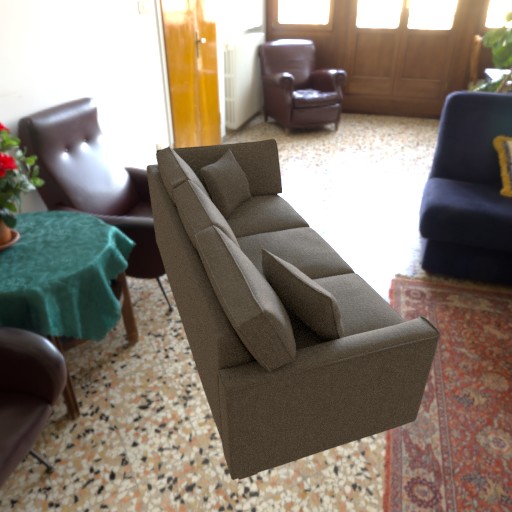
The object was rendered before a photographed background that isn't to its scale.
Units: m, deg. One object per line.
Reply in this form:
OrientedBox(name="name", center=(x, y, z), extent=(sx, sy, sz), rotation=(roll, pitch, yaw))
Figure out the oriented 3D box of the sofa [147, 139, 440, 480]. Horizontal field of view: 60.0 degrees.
OrientedBox(name="sofa", center=(0.000, 0.000, 2.851), extent=(1.061, 0.962, 2.317), rotation=(-10, 33, -17))
